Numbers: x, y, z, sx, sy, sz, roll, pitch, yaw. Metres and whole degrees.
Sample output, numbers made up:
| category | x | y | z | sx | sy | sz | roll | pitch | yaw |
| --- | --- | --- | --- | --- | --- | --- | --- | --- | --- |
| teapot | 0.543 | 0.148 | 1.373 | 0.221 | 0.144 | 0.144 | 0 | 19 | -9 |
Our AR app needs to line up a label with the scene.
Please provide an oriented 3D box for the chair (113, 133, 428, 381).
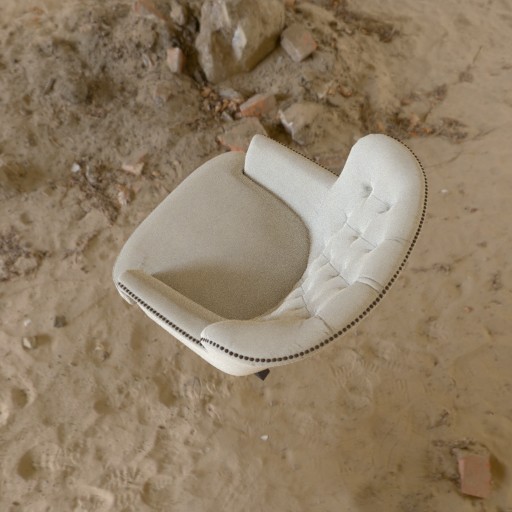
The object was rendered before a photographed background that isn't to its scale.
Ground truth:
| category | x | y | z | sx | sy | sz | roll | pitch | yaw |
| --- | --- | --- | --- | --- | --- | --- | --- | --- | --- |
| chair | 0.000 | 0.000 | 1.607 | 0.906 | 0.868 | 0.848 | 33 | 67 | 16 |
